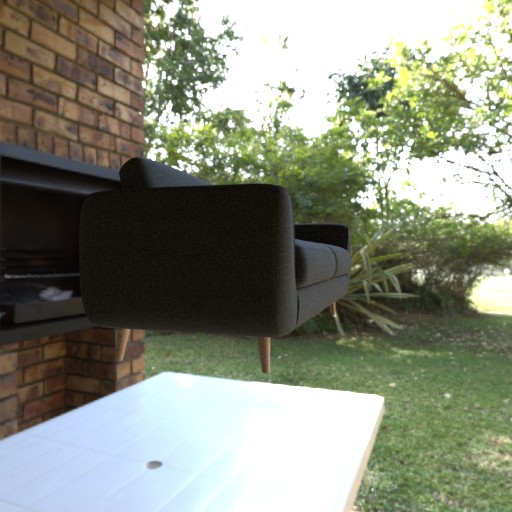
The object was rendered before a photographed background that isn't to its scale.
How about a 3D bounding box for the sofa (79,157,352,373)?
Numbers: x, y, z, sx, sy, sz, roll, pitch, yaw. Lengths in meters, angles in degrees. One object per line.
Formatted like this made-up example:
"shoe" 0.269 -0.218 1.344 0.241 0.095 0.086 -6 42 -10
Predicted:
"sofa" 0.000 0.000 2.506 0.920 0.850 2.000 0 0 18
